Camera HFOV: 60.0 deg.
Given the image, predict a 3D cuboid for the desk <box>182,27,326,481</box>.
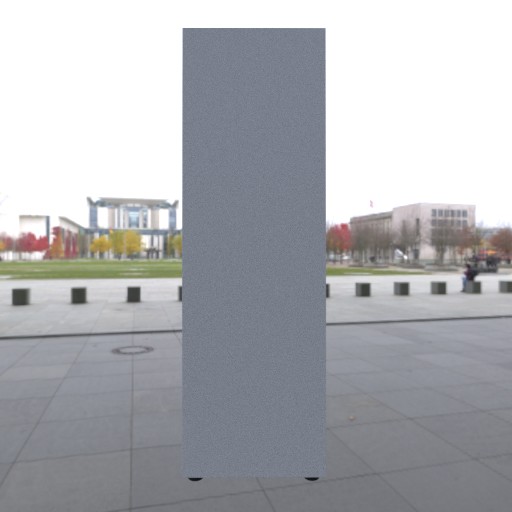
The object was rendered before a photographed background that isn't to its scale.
[{"bbox_3d":[0.000,0.000,1.579,0.390,1.190,0.850,0,0,0],"label":"desk"}]
